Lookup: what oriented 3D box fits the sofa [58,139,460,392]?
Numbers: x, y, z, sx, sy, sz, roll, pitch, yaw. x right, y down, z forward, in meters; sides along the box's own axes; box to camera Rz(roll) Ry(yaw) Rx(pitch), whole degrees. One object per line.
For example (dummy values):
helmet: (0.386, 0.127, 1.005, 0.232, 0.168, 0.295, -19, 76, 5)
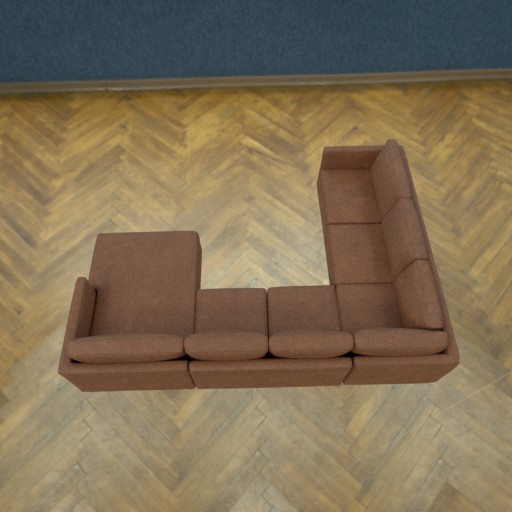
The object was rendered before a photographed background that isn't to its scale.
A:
sofa: (0.000, 0.000, 4.627, 3.460, 0.923, 2.593, -1, 59, -1)
